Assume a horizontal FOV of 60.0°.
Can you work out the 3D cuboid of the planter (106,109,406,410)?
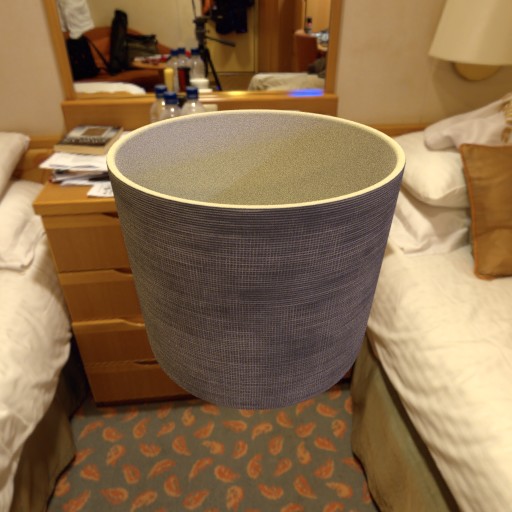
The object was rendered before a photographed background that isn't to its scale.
[{"bbox_3d":[0.000,0.000,0.781,0.440,0.398,0.440,0,32,0],"label":"planter"}]
